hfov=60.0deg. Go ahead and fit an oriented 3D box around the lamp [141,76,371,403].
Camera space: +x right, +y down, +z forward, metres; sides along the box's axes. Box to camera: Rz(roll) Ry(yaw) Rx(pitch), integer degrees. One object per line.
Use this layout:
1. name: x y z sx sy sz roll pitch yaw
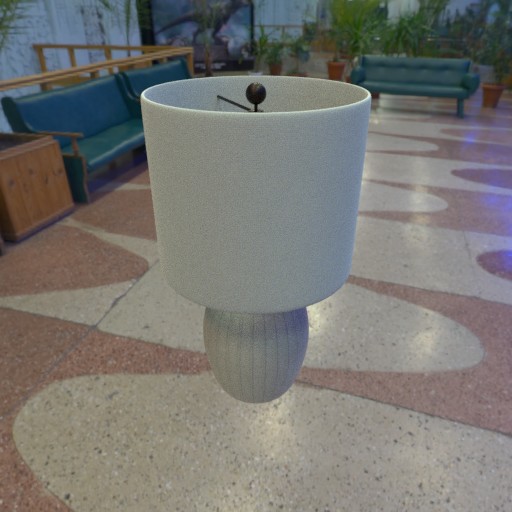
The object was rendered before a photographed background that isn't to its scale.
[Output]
1. lamp: 0.000 0.000 0.775 0.328 0.570 0.328 0 29 0
